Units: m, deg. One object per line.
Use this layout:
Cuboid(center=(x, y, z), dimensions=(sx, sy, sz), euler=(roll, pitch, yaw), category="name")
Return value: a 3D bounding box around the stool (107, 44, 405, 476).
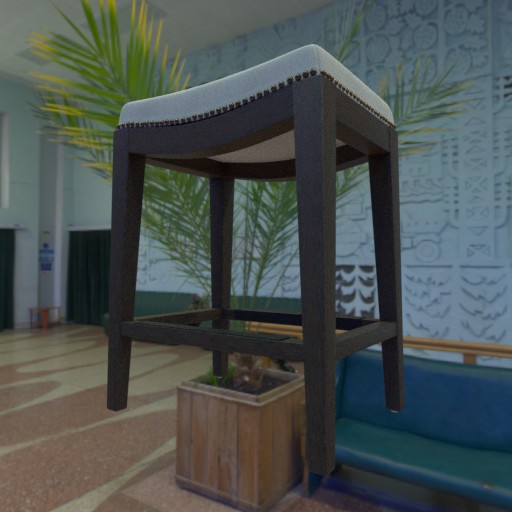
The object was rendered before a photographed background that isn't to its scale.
Cuboid(center=(0.000, 0.000, 0.921), dimensions=(0.500, 0.642, 0.361), euler=(-1, -1, 35), category="stool")
